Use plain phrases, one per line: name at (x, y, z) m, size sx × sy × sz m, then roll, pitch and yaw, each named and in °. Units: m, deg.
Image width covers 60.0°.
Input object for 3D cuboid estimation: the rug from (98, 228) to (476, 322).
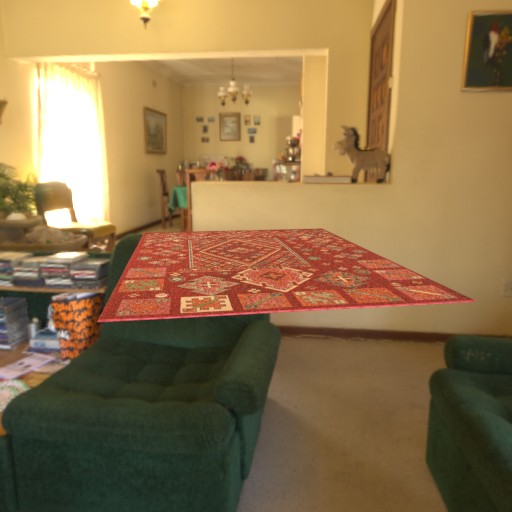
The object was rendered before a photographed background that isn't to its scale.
rug at (0.000, 0.000, 4.317) m, size 2.389 × 0.011 × 3.306 m, roll -2°, pitch 12°, yaw -9°
